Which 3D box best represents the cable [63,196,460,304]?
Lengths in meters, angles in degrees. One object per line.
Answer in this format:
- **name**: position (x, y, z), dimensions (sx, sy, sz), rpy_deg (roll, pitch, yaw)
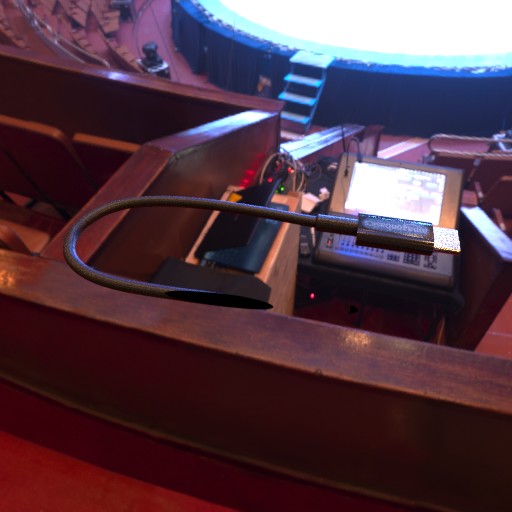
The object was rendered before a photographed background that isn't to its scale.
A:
- **cable**: position (0.000, 0.000, 0.109), dimensions (0.098, 0.005, 0.041), rpy_deg (9, 48, 8)
